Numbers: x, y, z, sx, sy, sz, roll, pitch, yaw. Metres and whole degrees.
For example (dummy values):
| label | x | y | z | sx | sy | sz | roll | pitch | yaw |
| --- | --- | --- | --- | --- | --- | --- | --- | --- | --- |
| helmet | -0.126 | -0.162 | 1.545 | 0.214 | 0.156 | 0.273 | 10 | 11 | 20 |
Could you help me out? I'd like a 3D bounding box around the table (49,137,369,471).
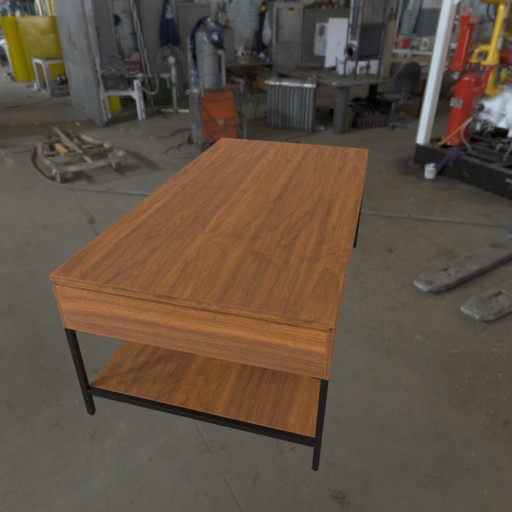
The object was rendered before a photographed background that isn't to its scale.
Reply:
| label | x | y | z | sx | sy | sz | roll | pitch | yaw |
| --- | --- | --- | --- | --- | --- | --- | --- | --- | --- |
| table | 0.000 | 0.000 | 1.371 | 0.574 | 0.414 | 1.057 | 8 | 31 | 13 |
